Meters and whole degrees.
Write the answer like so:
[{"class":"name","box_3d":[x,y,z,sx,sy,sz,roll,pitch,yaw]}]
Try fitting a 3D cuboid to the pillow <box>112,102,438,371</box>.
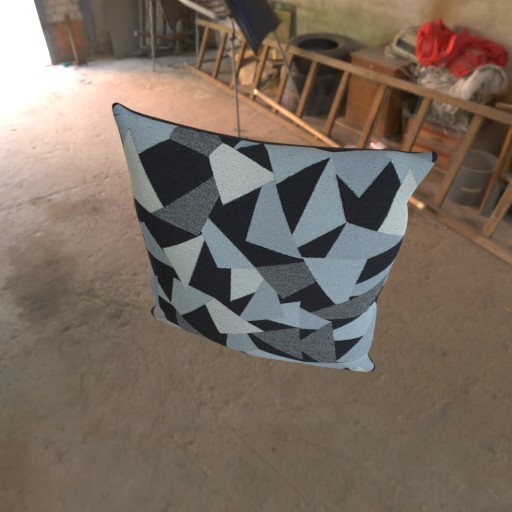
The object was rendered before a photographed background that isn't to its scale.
[{"class":"pillow","box_3d":[0.000,0.000,0.792,0.503,0.496,0.208,12,43,13]}]
